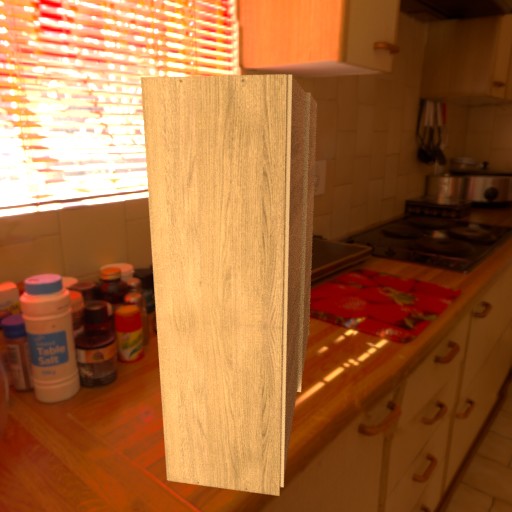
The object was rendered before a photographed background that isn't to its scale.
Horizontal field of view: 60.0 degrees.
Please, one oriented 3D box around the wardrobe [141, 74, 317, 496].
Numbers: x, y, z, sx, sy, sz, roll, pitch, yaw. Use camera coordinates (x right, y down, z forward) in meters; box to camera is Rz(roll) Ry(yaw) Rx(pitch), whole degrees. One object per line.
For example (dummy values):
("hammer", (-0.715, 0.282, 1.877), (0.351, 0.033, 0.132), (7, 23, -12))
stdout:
("wardrobe", (0.000, 0.000, 2.827), (0.629, 1.960, 1.780), (3, 16, 10))
